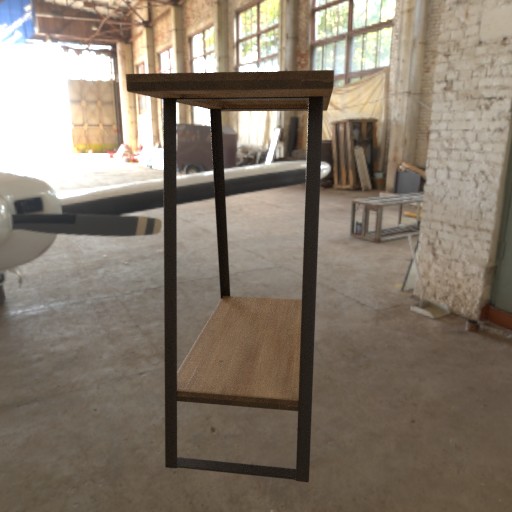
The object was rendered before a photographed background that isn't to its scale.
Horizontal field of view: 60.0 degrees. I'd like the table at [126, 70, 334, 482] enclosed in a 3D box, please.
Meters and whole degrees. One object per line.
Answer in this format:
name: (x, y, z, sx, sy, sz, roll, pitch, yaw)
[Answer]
table: (0.000, 0.000, 1.002, 0.300, 0.701, 0.599, 2, 16, 8)
